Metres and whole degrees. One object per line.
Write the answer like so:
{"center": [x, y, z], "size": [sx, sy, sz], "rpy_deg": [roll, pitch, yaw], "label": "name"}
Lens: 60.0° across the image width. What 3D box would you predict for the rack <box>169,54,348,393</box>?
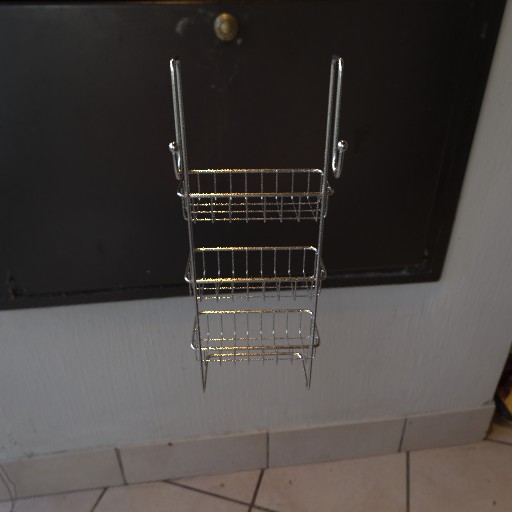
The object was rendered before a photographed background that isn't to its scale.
{"center": [0.000, 0.000, 0.688], "size": [0.228, 0.574, 0.202], "rpy_deg": [-1, 30, -2], "label": "rack"}
